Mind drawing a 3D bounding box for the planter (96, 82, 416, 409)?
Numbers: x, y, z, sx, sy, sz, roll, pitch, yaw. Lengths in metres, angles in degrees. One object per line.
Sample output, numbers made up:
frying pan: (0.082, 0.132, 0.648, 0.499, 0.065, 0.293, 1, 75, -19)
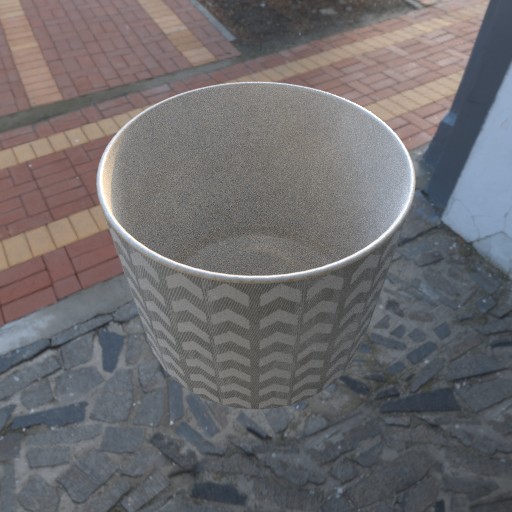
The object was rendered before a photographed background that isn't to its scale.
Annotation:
planter: (0.000, 0.000, 0.338, 0.190, 0.181, 0.190, 0, 49, 0)
